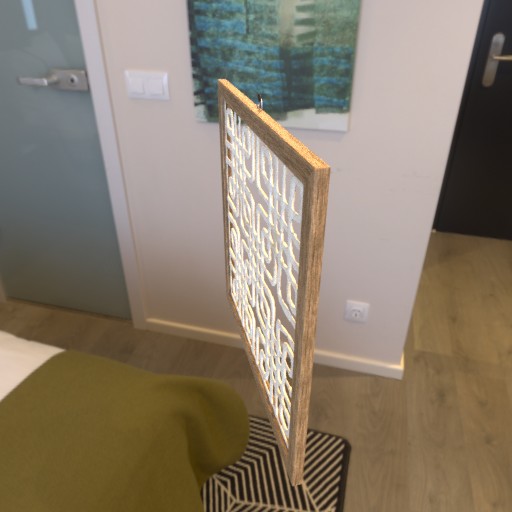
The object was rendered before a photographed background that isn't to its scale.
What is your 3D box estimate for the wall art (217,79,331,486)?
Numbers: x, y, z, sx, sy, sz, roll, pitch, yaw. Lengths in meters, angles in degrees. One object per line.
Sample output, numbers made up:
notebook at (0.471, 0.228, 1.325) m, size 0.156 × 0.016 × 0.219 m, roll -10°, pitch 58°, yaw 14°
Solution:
wall art at (0.000, 0.000, 0.835) m, size 0.021 × 0.582 × 0.561 m, roll -8°, pitch 32°, yaw -13°
